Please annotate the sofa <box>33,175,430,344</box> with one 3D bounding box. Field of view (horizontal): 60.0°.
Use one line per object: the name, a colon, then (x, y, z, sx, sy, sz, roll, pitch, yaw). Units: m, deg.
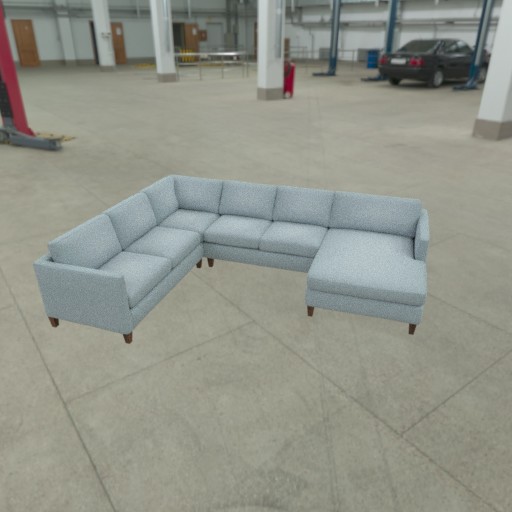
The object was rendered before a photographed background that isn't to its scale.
sofa: (0.000, 0.000, 4.634, 3.403, 0.889, 2.551, 8, 28, 16)
